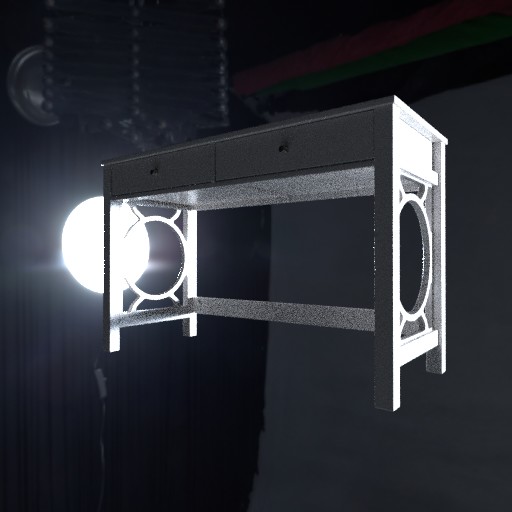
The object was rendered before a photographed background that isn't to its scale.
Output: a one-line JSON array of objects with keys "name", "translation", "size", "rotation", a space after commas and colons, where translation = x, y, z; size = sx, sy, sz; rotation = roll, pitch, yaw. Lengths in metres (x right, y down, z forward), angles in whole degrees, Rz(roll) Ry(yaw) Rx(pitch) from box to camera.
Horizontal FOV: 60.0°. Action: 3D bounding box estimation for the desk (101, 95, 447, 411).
[{"name": "desk", "translation": [0.000, 0.000, 1.605], "size": [1.191, 0.762, 0.504], "rotation": [0, 0, 37]}]
